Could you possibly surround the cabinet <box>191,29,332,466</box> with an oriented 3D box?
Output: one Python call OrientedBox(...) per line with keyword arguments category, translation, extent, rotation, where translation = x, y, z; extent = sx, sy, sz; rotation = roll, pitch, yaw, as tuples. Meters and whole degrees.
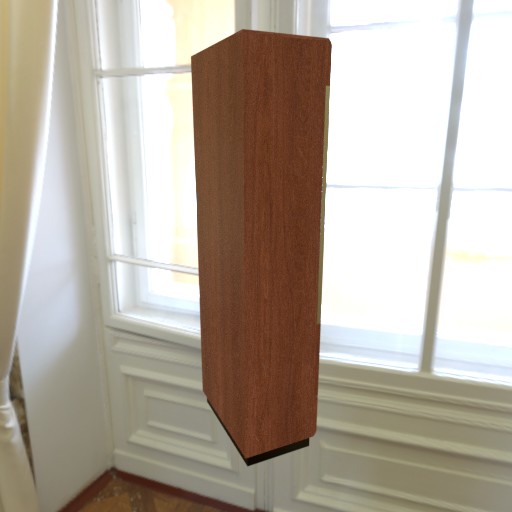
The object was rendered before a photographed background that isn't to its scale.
OrientedBox(category="cabinet", translation=(0.000, 0.000, 2.301), extent=(0.420, 1.980, 0.660), rotation=(-7, 17, -24))
